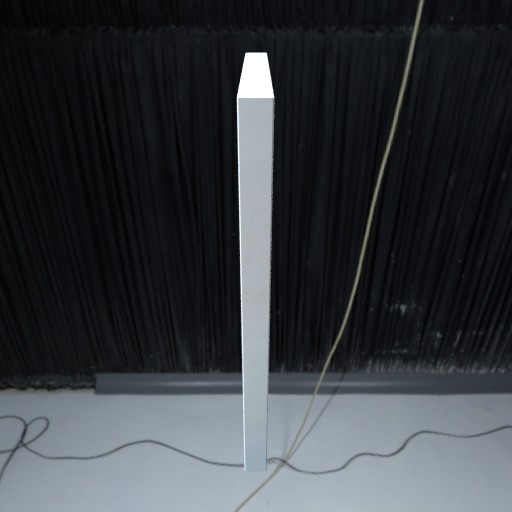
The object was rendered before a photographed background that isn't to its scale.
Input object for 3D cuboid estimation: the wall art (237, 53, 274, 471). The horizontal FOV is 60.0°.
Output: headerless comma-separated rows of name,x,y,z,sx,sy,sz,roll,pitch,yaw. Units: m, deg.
wall art,0.000,0.000,0.778,0.038,0.611,0.408,0,30,0
